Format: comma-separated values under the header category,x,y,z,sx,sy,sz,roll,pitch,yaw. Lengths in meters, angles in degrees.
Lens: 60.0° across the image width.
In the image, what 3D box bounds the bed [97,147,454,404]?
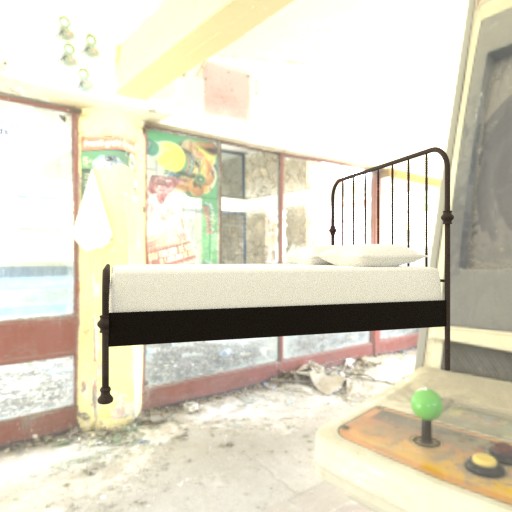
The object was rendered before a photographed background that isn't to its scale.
category,x,y,z,sx,sy,sz,roll,pitch,yaw
bed,0.000,0.000,3.229,2.134,1.446,1.616,0,0,-18
